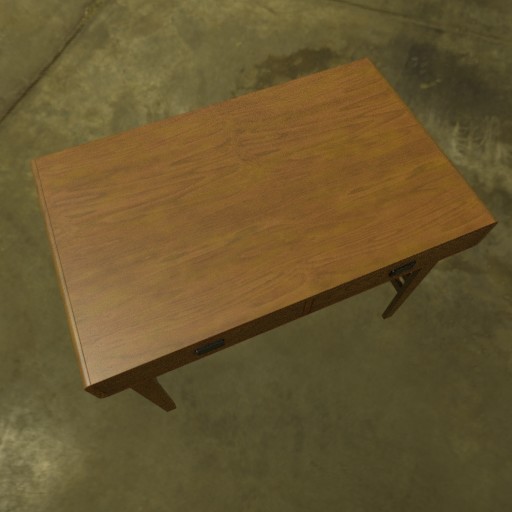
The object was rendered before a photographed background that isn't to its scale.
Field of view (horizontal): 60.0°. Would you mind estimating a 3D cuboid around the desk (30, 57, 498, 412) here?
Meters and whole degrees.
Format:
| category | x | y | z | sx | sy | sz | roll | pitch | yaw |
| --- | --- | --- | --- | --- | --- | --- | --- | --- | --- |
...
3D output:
| category | x | y | z | sx | sy | sz | roll | pitch | yaw |
| --- | --- | --- | --- | --- | --- | --- | --- | --- | --- |
| desk | 0.000 | 0.000 | 1.495 | 1.066 | 0.754 | 0.660 | -21 | 65 | -10 |
